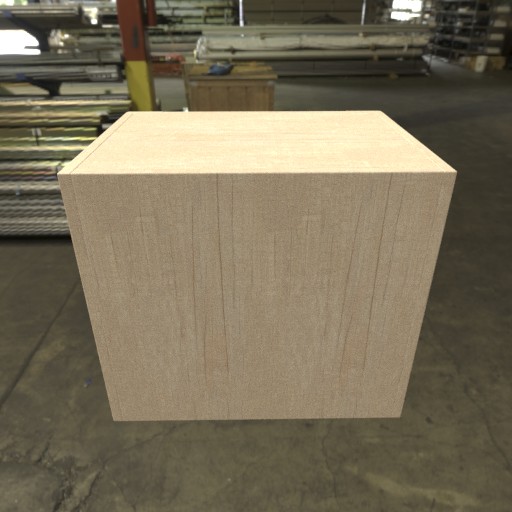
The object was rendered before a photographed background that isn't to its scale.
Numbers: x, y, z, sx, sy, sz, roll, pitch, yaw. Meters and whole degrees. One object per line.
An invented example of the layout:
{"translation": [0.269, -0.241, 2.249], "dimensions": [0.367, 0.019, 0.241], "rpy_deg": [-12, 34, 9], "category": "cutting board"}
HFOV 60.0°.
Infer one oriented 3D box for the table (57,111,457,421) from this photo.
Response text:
{"translation": [0.000, 0.000, 0.937], "dimensions": [0.570, 0.510, 0.420], "rpy_deg": [0, 30, -1], "category": "table"}
